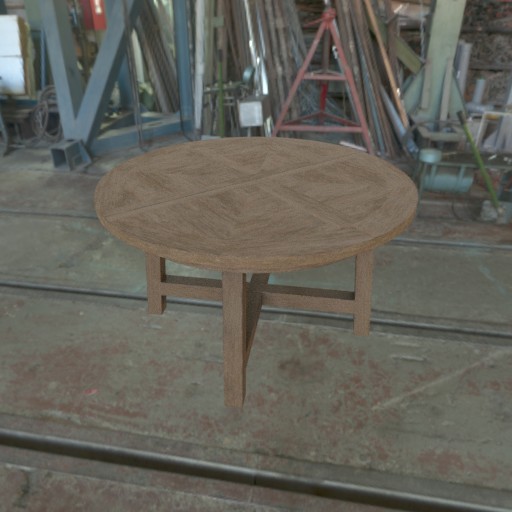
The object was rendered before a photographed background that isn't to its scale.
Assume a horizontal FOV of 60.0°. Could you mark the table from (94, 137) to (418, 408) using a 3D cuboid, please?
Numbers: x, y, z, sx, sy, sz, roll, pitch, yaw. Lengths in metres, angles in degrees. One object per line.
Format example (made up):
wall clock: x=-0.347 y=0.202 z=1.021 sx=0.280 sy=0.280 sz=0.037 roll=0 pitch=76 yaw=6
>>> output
table: x=0.000 y=0.000 z=2.080 sx=1.319 sy=0.762 sz=1.319 roll=0 pitch=30 yaw=0
